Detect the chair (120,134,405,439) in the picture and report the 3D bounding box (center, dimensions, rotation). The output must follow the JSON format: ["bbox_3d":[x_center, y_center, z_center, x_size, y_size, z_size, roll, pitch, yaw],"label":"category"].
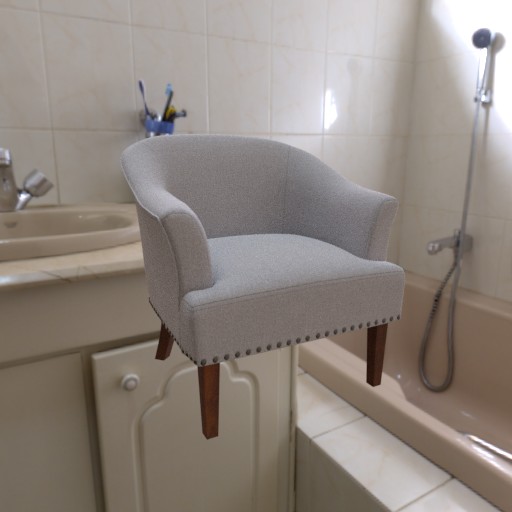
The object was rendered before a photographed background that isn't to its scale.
[{"bbox_3d":[0.000,0.000,1.502,0.798,0.815,0.704,-7,15,-27],"label":"chair"}]
